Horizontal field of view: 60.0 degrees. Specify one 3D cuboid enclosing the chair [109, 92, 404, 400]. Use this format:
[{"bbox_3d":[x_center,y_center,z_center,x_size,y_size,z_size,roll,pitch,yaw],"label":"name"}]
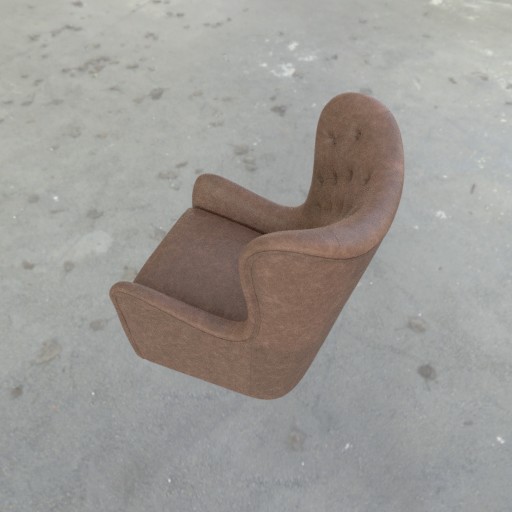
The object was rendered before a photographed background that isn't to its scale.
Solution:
[{"bbox_3d":[0.000,0.000,1.759,0.930,1.079,0.831,16,49,14],"label":"chair"}]
